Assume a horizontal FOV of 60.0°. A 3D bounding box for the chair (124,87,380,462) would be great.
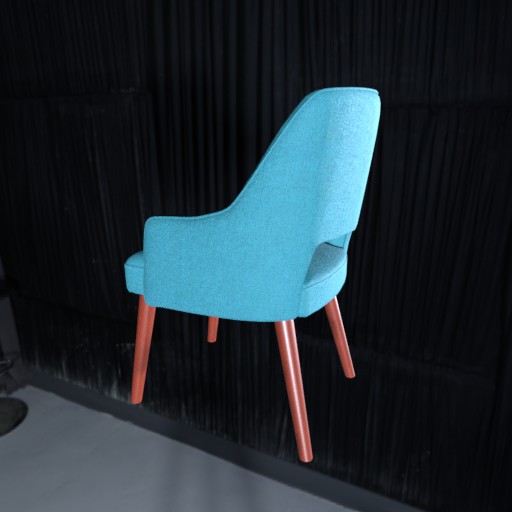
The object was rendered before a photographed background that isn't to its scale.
[{"bbox_3d":[0.000,0.000,1.227,0.605,0.849,0.548,8,19,25],"label":"chair"}]
